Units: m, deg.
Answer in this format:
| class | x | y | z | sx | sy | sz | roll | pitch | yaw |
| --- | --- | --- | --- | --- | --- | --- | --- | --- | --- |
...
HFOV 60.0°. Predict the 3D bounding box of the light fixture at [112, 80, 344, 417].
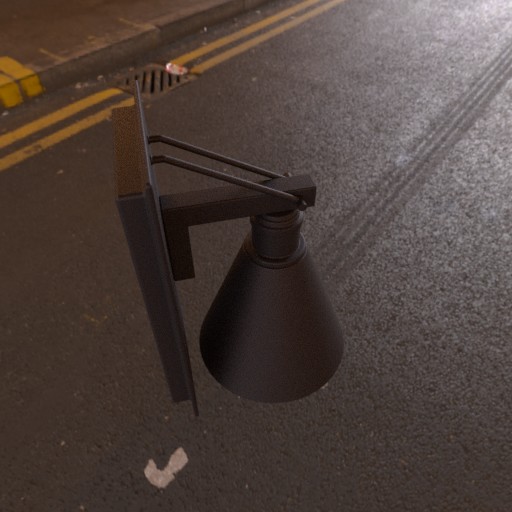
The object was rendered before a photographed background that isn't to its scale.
| class | x | y | z | sx | sy | sz | roll | pitch | yaw |
| --- | --- | --- | --- | --- | --- | --- | --- | --- | --- |
| light fixture | 0.000 | 0.000 | 0.423 | 0.207 | 0.298 | 0.170 | -10 | 46 | -10 |
